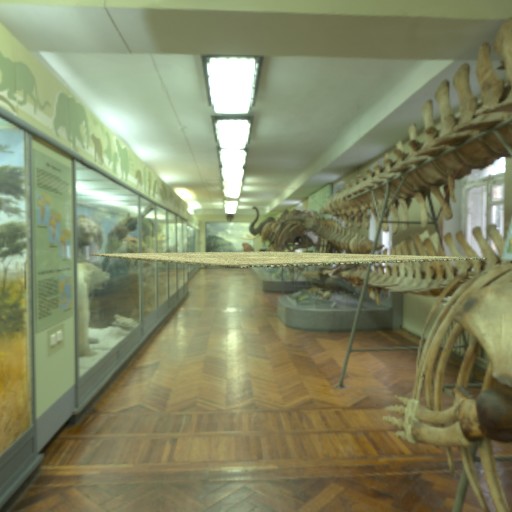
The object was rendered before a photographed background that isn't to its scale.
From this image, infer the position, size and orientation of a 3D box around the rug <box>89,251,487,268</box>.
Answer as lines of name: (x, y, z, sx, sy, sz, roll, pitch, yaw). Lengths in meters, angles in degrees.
rug: (0.000, 0.000, 4.344, 2.431, 0.017, 3.291, -1, 2, -34)
